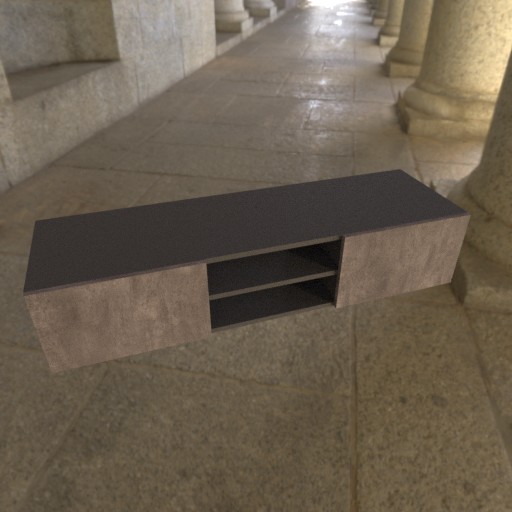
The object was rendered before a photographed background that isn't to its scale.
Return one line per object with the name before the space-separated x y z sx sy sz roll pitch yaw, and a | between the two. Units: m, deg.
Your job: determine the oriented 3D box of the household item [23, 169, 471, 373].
household item | 0.000 0.000 1.570 1.400 0.310 0.420 -10 35 -15
